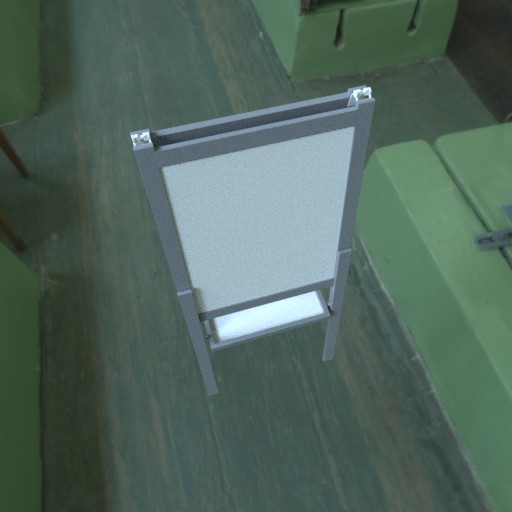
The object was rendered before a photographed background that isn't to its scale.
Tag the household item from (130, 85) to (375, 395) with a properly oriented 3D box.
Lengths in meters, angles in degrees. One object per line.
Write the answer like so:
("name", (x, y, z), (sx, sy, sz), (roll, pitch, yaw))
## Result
("household item", (0.000, 0.000, 1.437), (0.531, 1.172, 0.469), (-14, 59, -9))
